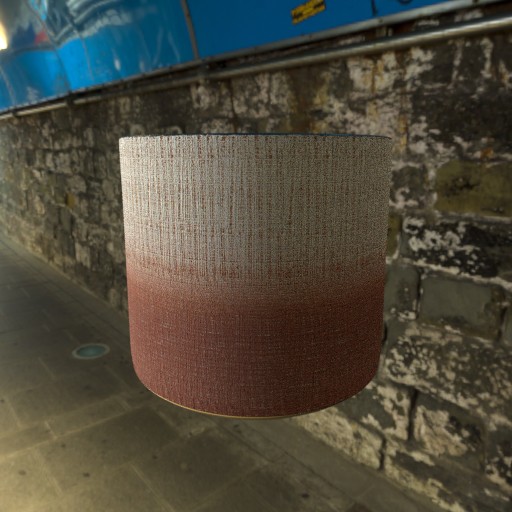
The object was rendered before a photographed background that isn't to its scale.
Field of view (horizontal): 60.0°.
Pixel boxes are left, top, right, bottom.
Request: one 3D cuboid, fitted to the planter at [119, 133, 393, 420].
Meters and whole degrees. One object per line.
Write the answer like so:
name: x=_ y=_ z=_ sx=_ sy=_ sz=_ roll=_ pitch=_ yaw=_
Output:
planter: x=0.000 y=0.000 z=0.389 sx=0.221 sy=0.201 sz=0.221 roll=0 pitch=13 yaw=0
